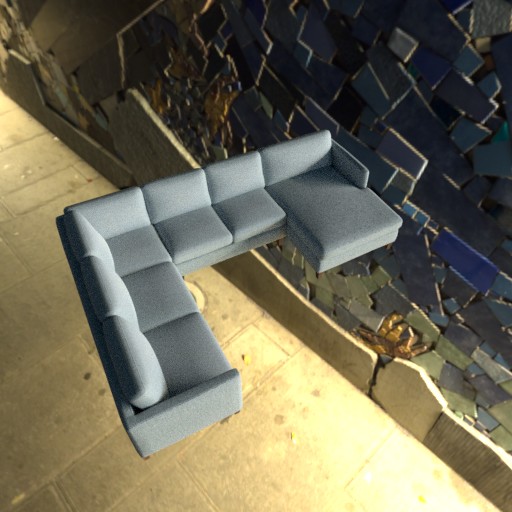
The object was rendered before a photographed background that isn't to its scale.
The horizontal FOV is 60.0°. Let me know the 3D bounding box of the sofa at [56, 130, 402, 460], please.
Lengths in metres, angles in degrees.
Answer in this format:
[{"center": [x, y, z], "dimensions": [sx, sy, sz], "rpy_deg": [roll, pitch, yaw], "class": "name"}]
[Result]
[{"center": [0.000, 0.000, 4.529], "dimensions": [3.403, 0.889, 2.551], "rpy_deg": [-21, 50, -19], "class": "sofa"}]
